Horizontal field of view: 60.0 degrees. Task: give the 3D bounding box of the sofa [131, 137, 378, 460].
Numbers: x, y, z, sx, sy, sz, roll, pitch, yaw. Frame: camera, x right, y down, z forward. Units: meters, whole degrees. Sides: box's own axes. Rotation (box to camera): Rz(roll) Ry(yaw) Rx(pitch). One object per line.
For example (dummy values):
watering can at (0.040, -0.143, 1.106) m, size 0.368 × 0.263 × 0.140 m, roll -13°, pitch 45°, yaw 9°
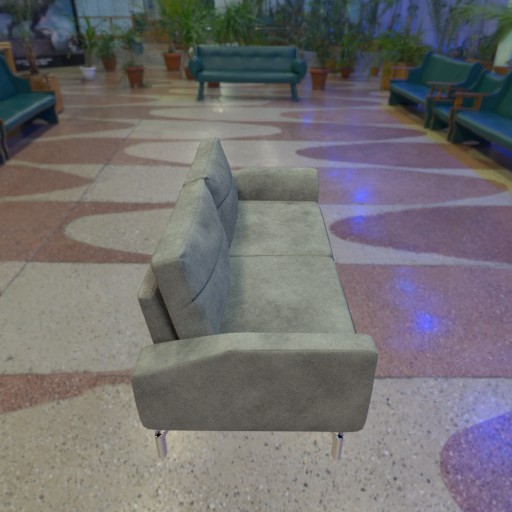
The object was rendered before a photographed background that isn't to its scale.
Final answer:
sofa at (0.000, 0.000, 2.320) m, size 0.849 × 0.859 × 1.837 m, roll 0°, pitch 30°, yaw 0°
